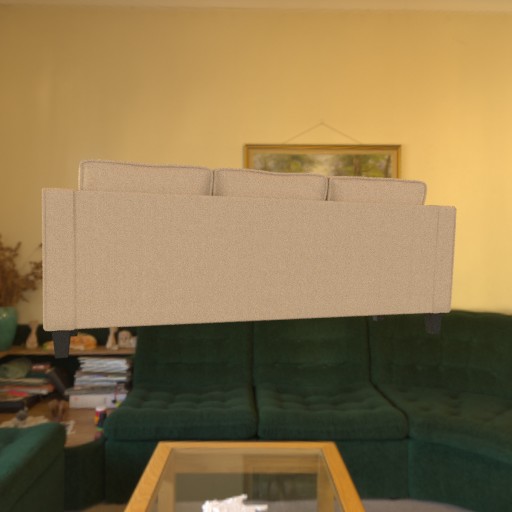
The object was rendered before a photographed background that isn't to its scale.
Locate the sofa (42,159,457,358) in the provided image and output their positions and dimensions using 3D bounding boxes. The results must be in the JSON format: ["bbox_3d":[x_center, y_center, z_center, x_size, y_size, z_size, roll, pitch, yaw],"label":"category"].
[{"bbox_3d":[0.000,0.000,2.543,2.131,0.902,0.791,0,0,-18],"label":"sofa"}]
